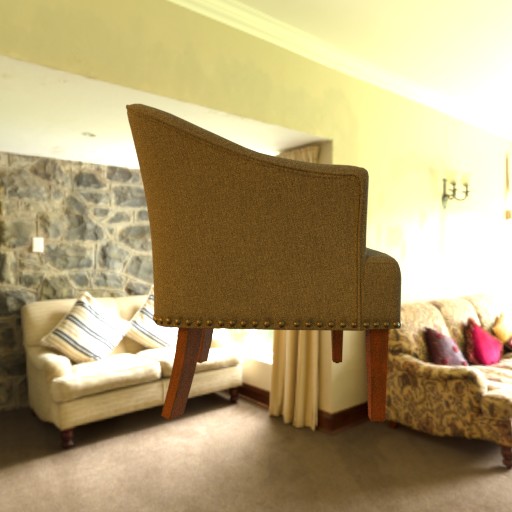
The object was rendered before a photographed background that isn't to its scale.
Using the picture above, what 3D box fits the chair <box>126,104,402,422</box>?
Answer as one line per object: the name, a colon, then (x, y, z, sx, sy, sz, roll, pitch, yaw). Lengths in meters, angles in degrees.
chair: (0.000, 0.000, 1.394, 0.704, 0.815, 0.798, 0, 1, 1)
